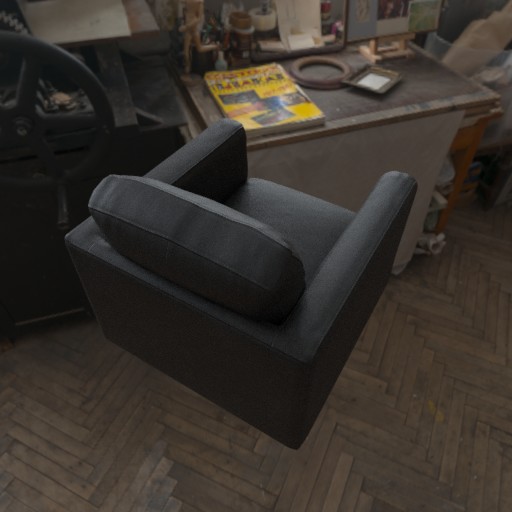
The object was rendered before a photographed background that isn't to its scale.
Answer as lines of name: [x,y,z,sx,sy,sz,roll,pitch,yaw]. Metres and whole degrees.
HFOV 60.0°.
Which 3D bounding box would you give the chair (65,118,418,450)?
chair: [0.000,0.000,1.573,0.831,0.898,0.879,23,50,21]
